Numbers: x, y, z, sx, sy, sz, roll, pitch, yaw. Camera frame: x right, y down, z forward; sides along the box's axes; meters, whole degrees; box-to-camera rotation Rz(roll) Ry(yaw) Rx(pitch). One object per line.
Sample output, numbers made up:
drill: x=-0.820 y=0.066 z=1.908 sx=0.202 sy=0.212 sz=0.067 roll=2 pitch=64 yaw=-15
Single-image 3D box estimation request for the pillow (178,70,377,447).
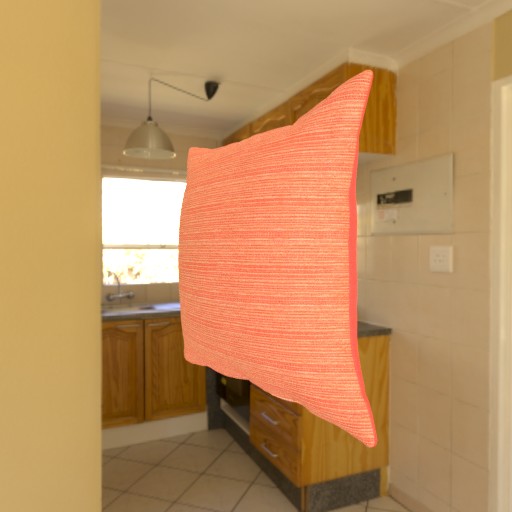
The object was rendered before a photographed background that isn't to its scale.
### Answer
pillow: x=0.000 y=0.000 z=0.809 sx=0.229 sy=0.501 sz=0.559 roll=-1 pitch=1 yaw=-34
